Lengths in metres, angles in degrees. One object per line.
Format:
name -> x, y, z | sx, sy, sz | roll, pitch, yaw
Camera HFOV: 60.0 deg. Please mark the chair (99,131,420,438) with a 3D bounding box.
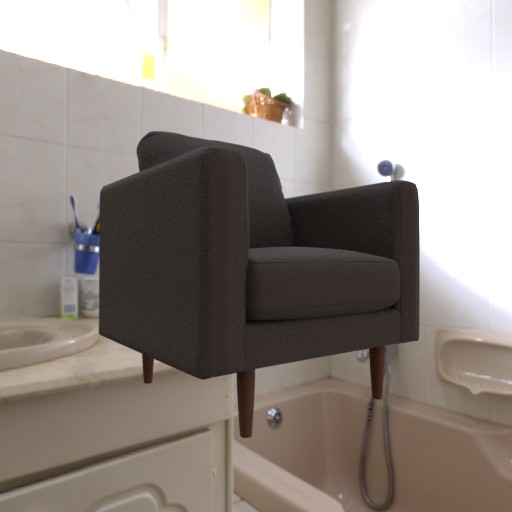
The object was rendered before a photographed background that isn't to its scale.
chair -> 0.000, 0.000, 1.540 | 0.854, 0.927, 0.800 | 1, -1, -37
